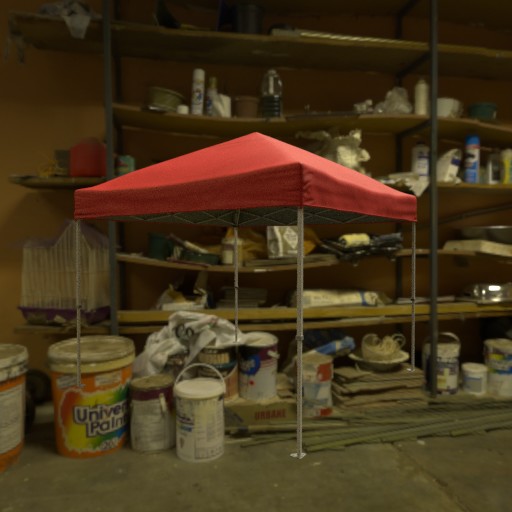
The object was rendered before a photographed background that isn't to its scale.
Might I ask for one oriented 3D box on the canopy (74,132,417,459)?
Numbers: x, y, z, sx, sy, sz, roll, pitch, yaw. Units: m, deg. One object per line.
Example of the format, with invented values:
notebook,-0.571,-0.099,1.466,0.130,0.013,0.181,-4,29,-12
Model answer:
canopy,0.000,0.000,5.403,2.998,2.997,2.996,1,2,36
